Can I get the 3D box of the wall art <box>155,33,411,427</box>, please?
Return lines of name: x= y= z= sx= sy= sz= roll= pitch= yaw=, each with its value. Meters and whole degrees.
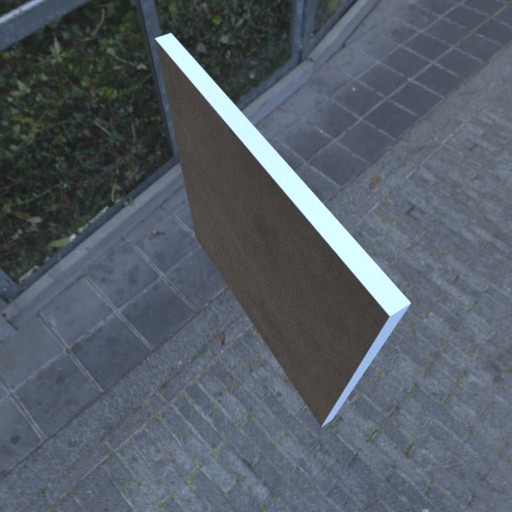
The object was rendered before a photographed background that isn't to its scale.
wall art: x=0.000 y=0.000 z=0.661 sx=0.023 sy=0.453 sz=0.455 roll=-28 pitch=62 yaw=-16
